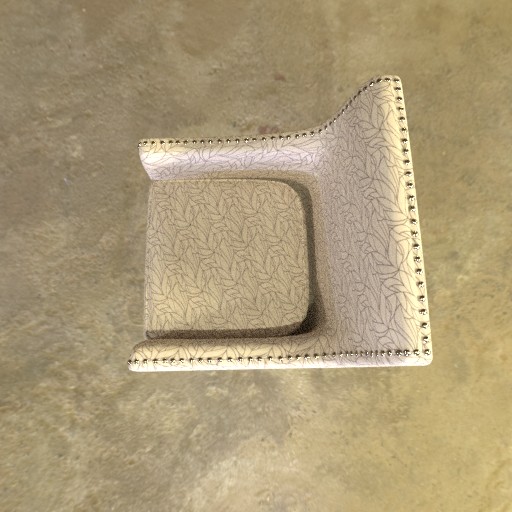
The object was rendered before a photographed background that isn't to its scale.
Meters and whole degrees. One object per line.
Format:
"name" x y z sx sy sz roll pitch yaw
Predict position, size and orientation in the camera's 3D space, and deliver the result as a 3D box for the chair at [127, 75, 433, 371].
"chair" 0.000 0.000 1.258 0.651 0.816 0.623 -1 76 0
